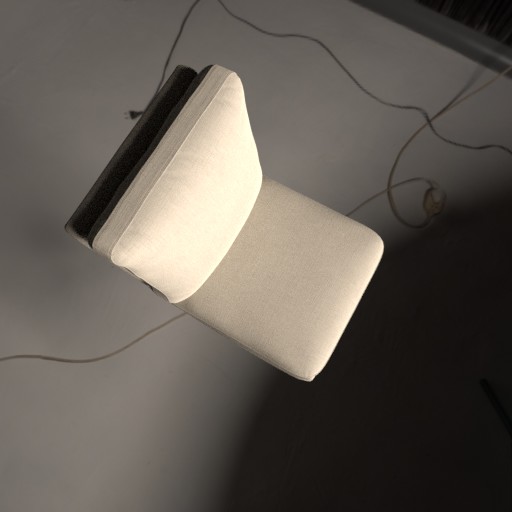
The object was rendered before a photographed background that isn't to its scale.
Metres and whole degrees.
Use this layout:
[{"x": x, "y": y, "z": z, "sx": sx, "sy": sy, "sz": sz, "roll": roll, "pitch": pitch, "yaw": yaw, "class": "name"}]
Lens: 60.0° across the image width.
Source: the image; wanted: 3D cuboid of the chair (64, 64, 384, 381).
[{"x": 0.000, "y": 0.000, "z": 1.334, "sx": 0.698, "sy": 0.927, "sz": 0.503, "roll": 29, "pitch": 78, "yaw": 7, "class": "chair"}]
